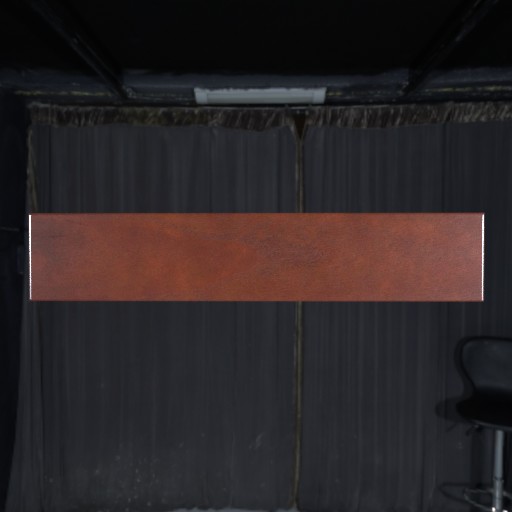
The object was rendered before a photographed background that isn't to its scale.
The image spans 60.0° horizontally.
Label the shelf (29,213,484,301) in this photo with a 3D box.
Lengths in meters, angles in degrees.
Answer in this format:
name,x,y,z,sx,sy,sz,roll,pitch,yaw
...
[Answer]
name,x,y,z,sx,sy,sz,roll,pitch,yaw
shelf,0.000,0.000,0.521,0.457,0.088,0.152,0,1,1
